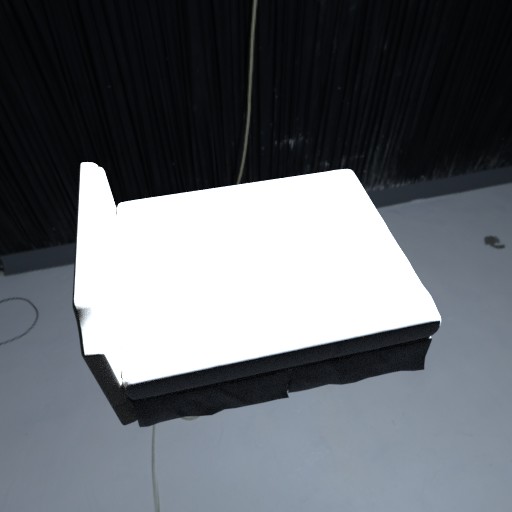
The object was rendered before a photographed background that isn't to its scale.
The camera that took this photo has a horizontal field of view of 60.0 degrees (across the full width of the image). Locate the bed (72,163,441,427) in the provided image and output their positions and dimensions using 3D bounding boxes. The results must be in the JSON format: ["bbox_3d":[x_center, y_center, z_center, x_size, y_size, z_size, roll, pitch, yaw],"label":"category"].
[{"bbox_3d":[0.000,0.000,3.639,2.498,1.293,1.977,-10,49,-9],"label":"bed"}]
